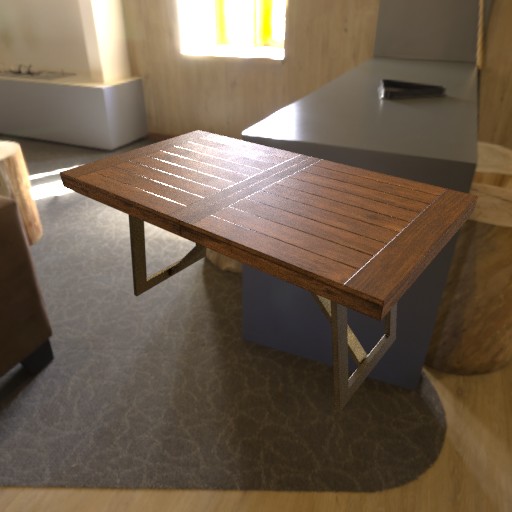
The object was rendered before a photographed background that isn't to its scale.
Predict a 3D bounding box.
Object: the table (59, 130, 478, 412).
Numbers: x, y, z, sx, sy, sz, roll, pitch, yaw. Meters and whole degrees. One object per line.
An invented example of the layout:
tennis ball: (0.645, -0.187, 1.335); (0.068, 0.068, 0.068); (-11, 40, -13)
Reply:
table: (0.000, 0.000, 2.176); (1.641, 0.757, 0.931); (22, 37, 32)
